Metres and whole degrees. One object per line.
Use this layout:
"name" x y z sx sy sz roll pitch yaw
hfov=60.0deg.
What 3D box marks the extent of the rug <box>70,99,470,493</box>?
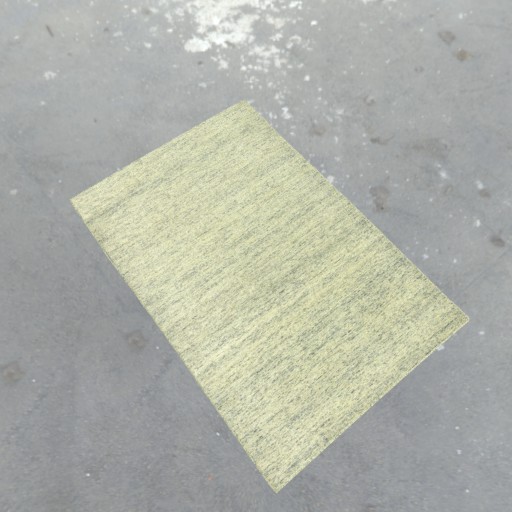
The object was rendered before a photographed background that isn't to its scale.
"rug" 0.000 0.000 2.337 1.243 0.014 1.846 -35 69 -15
